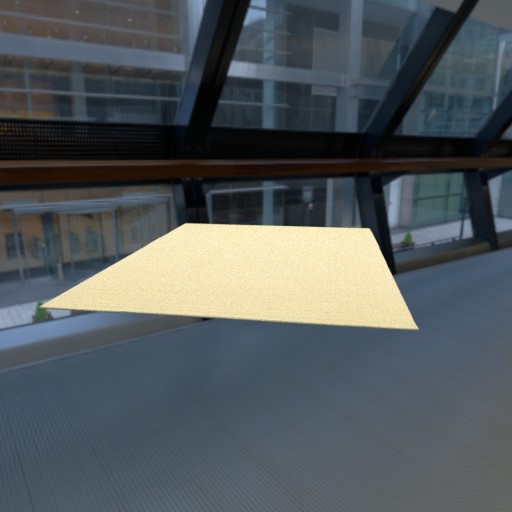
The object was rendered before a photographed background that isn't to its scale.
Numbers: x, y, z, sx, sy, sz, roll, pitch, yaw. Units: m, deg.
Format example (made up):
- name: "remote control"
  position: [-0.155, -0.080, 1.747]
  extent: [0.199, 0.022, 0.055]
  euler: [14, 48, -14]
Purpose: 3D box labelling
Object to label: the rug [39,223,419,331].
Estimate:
- name: "rug"
  position: [0.000, 0.000, 4.317]
  extent: [2.452, 0.016, 3.204]
  euler: [2, 15, 9]
